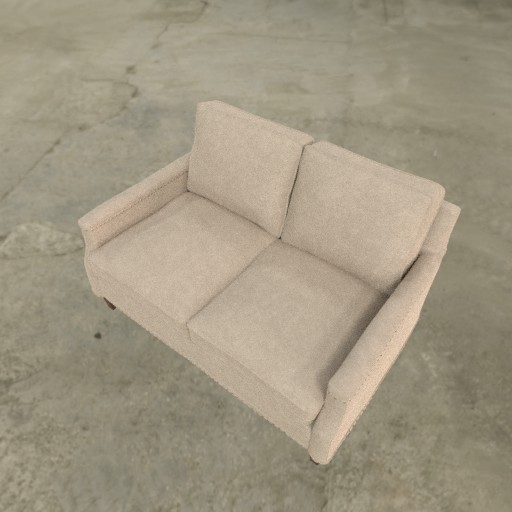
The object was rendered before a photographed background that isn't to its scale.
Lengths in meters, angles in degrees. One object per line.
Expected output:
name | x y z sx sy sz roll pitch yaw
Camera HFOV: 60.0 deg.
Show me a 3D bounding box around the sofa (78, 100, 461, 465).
sofa | 0.000 0.000 2.256 1.597 1.002 1.084 29 52 26
